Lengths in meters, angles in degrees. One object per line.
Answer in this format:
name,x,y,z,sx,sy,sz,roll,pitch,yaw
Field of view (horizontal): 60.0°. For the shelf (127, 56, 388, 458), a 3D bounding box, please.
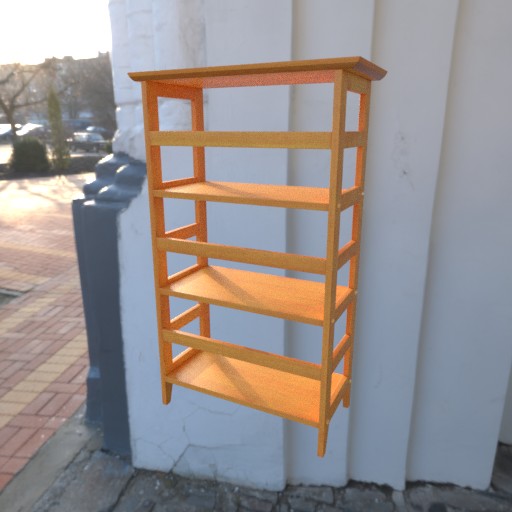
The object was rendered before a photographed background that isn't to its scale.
shelf,0.000,0.000,1.383,0.660,1.067,0.305,8,18,26
